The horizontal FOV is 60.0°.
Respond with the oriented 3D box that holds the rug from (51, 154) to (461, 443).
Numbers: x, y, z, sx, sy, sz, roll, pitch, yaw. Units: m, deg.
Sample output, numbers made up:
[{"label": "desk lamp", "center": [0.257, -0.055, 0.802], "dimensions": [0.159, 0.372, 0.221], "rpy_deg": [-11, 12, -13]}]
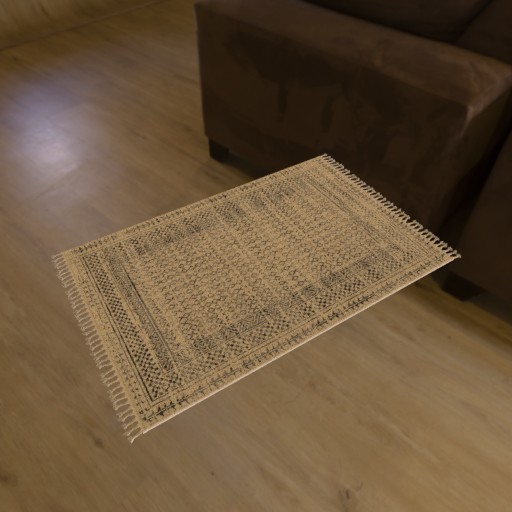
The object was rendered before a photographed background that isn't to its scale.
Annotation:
[{"label": "rug", "center": [0.000, 0.000, 3.123], "dimensions": [2.486, 0.013, 1.548], "rpy_deg": [-24, 50, -22]}]
